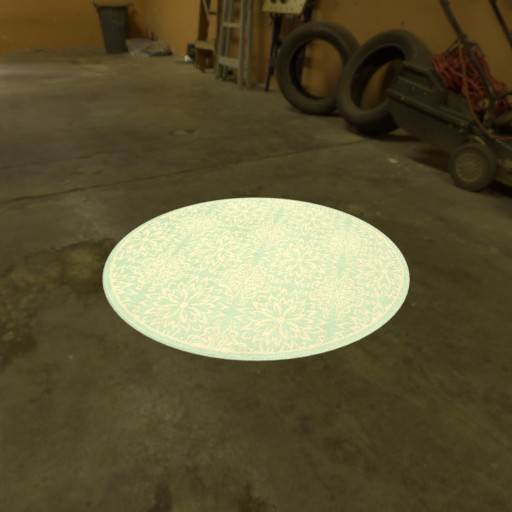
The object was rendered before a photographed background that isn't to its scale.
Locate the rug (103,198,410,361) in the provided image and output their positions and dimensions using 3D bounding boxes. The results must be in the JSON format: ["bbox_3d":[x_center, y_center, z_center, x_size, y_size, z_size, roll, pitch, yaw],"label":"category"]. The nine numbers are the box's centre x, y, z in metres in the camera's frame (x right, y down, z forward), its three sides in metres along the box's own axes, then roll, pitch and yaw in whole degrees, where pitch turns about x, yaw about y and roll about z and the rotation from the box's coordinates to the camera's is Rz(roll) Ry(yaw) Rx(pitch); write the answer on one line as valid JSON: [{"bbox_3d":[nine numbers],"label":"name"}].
[{"bbox_3d":[0.000,0.000,2.399,1.593,0.012,1.593,0,31,0],"label":"rug"}]
